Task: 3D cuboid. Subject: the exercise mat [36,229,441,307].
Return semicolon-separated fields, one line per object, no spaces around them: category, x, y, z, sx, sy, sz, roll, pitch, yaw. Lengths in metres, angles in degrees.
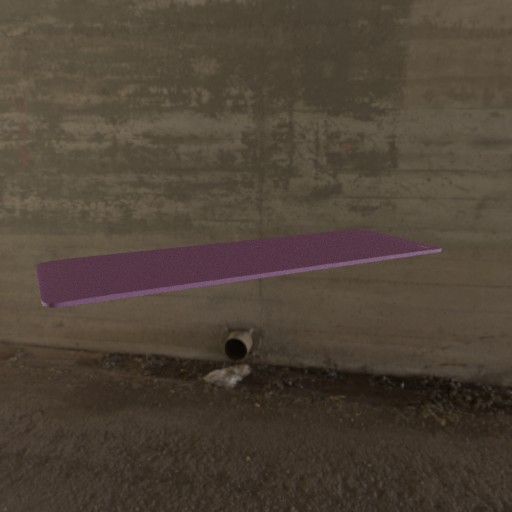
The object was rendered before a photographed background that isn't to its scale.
exercise mat;0.000;0.000;2.102;1.869;0.021;0.616;-7;15;-26
